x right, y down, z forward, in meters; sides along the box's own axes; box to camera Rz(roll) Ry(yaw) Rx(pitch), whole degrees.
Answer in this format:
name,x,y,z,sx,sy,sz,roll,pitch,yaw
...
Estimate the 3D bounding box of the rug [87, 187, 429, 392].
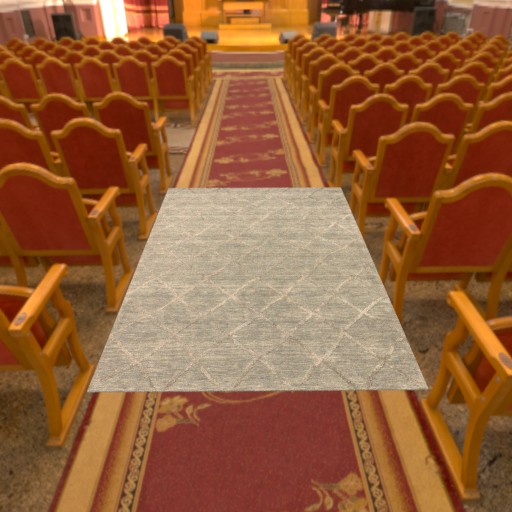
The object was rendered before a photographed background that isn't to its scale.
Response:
name,x,y,z,sx,sy,sz,roll,pitch,yaw
rug,0.000,0.000,2.944,1.521,0.006,2.283,0,32,0
